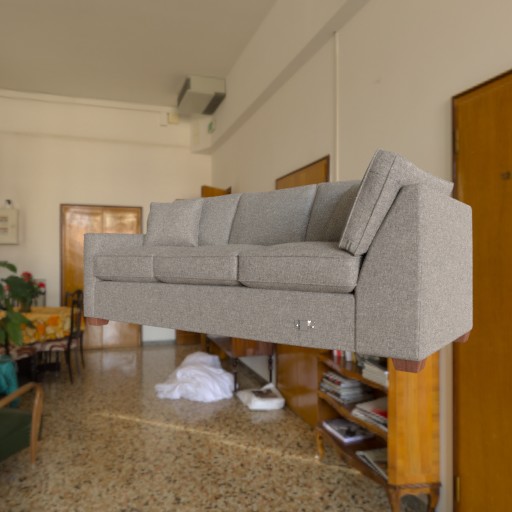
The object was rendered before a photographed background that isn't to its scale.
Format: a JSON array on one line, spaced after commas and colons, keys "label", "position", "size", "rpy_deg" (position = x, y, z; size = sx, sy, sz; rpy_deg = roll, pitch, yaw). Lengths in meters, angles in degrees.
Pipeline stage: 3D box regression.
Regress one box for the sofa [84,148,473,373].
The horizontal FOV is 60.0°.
[{"label": "sofa", "position": [0.000, 0.000, 2.797], "size": [2.317, 0.962, 1.061], "rpy_deg": [0, 0, 36]}]
